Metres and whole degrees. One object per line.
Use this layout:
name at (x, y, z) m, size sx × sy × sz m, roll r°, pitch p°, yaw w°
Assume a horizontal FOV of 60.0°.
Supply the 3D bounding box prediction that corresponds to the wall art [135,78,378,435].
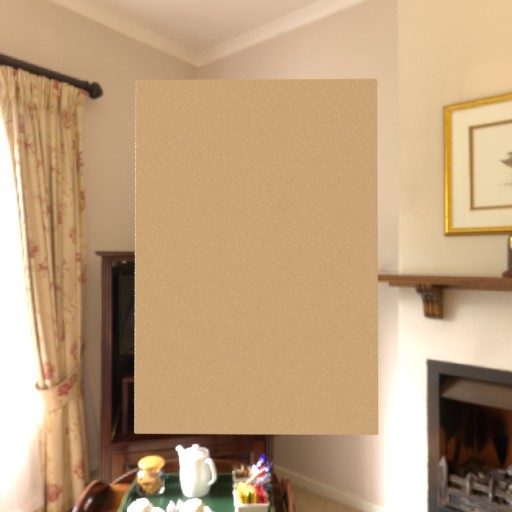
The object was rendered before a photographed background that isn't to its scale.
wall art at (0.000, 0.000, 1.492) m, size 0.808 × 1.183 × 0.038 m, roll 0°, pitch -1°, yaw 1°
